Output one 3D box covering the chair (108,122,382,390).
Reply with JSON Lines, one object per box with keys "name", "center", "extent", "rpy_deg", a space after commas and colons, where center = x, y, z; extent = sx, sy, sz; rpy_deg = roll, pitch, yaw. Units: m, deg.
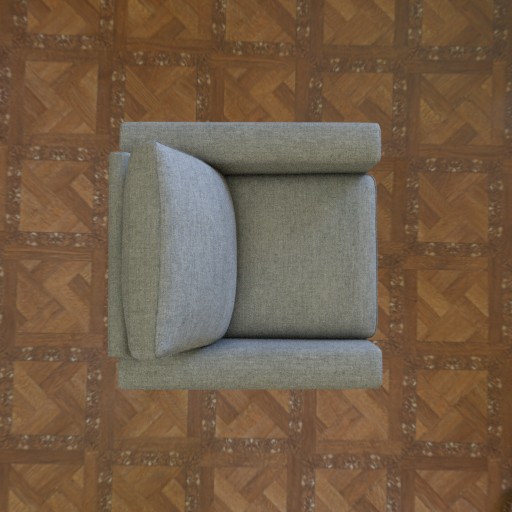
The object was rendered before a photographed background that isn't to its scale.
{"name": "chair", "center": [0.000, 0.000, 1.874], "extent": [1.038, 1.010, 1.024], "rpy_deg": [0, 89, -1]}
